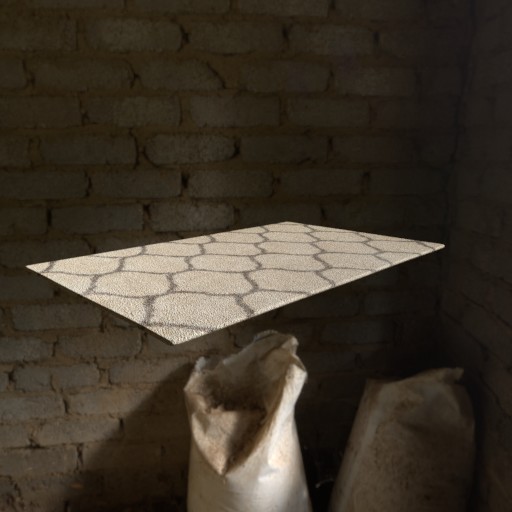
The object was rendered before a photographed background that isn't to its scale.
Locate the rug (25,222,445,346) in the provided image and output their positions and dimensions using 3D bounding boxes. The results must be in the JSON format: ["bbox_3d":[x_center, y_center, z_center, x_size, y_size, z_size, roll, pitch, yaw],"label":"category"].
[{"bbox_3d":[0.000,0.000,2.886,1.501,0.024,2.348,13,19,43],"label":"rug"}]
